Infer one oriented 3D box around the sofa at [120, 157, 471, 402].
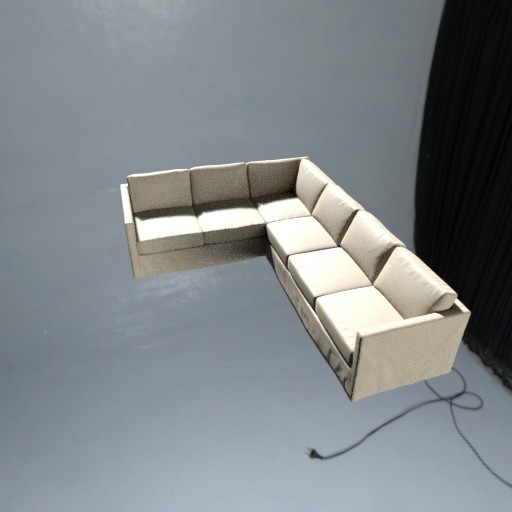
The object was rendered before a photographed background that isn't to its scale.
[{"bbox_3d":[0.000,0.000,4.433,2.432,0.871,3.182,-10,34,-14],"label":"sofa"}]
